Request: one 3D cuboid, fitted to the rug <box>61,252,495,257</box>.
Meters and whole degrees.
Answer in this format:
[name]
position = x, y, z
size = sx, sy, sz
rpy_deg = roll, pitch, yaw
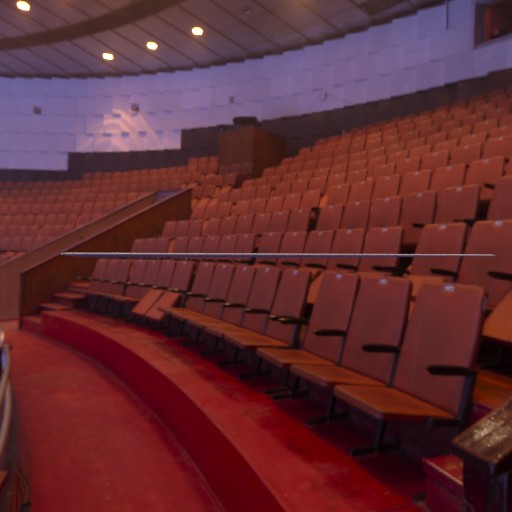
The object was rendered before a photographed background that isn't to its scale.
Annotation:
[rug]
position = 0.000, 0.000, 3.953
size = 2.980, 0.012, 2.363
rpy_deg = 0, 0, -18
